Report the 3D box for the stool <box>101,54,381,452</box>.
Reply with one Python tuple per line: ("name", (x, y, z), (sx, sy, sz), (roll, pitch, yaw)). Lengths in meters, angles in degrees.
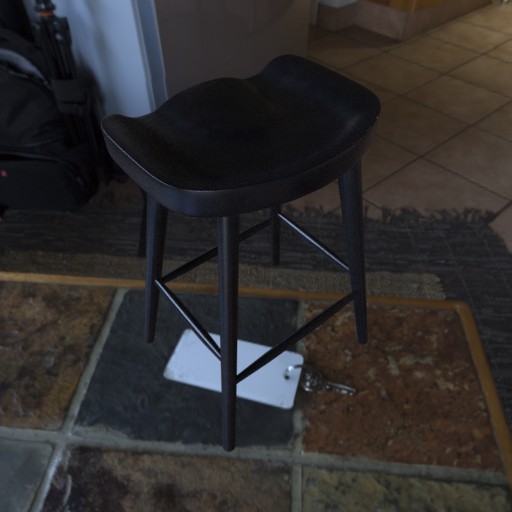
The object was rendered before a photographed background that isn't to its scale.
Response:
("stool", (0.000, 0.000, 0.886), (0.440, 0.615, 0.361), (-30, 54, -26))
